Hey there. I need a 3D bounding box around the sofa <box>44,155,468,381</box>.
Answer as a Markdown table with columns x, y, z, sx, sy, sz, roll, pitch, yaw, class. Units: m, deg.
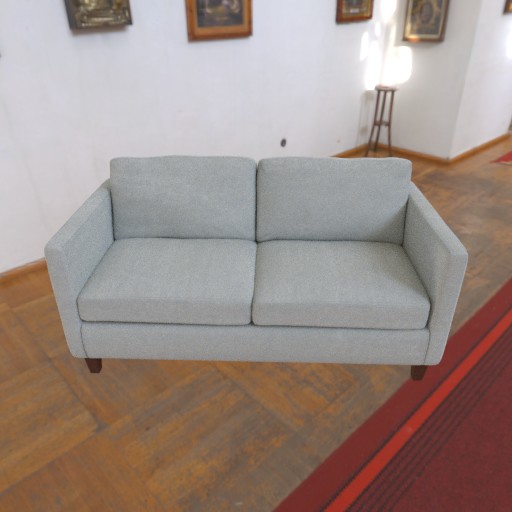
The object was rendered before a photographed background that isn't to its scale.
| x | y | z | sx | sy | sz | roll | pitch | yaw | class |
| --- | --- | --- | --- | --- | --- | --- | --- | --- | --- |
| 0.000 | 0.000 | 2.436 | 1.884 | 0.963 | 0.950 | 1 | 30 | 2 | sofa |
